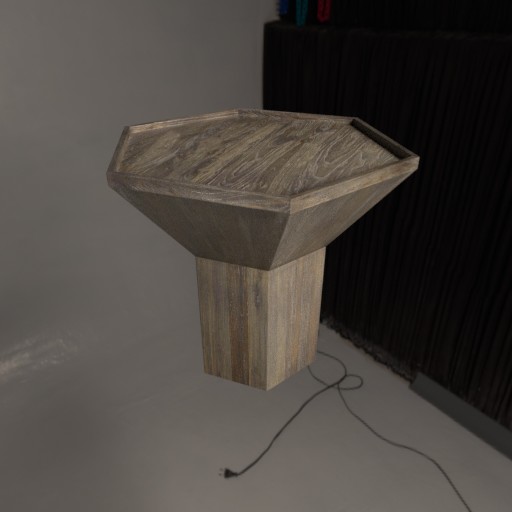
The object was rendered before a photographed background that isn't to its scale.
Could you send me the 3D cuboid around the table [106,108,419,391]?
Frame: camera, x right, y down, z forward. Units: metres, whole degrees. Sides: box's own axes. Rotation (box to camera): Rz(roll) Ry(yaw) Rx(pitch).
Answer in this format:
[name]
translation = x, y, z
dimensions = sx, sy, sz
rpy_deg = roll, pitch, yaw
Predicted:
[table]
translation = 0.000, 0.000, 1.117
dimensions = 0.683, 0.586, 0.592
rpy_deg = -22, 36, -33
